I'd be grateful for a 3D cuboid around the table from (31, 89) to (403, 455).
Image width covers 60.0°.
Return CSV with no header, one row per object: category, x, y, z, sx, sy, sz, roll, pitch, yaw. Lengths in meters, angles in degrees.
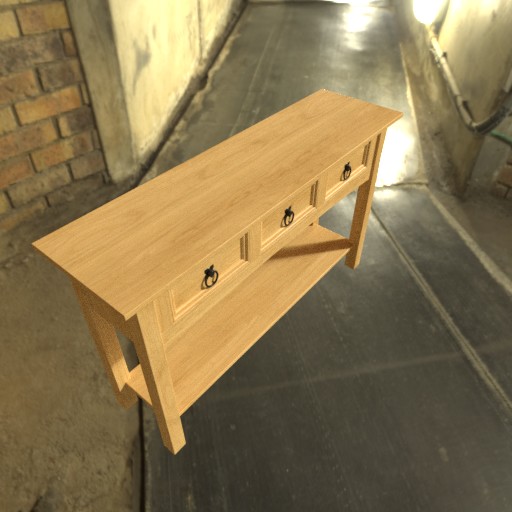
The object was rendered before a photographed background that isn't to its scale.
table,0.000,0.000,1.559,0.350,0.730,1.240,29,49,28
